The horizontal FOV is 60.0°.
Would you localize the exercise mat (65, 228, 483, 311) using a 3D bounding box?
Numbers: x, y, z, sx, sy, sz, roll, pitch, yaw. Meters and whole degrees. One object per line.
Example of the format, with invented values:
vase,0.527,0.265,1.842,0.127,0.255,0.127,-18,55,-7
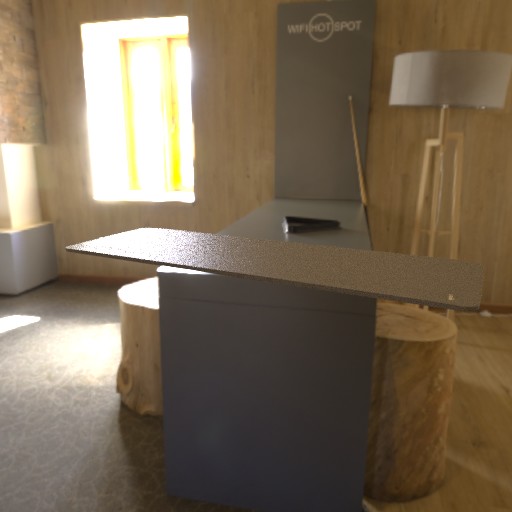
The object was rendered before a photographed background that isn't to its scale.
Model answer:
exercise mat,0.000,0.000,2.055,1.884,0.021,0.616,7,16,26
